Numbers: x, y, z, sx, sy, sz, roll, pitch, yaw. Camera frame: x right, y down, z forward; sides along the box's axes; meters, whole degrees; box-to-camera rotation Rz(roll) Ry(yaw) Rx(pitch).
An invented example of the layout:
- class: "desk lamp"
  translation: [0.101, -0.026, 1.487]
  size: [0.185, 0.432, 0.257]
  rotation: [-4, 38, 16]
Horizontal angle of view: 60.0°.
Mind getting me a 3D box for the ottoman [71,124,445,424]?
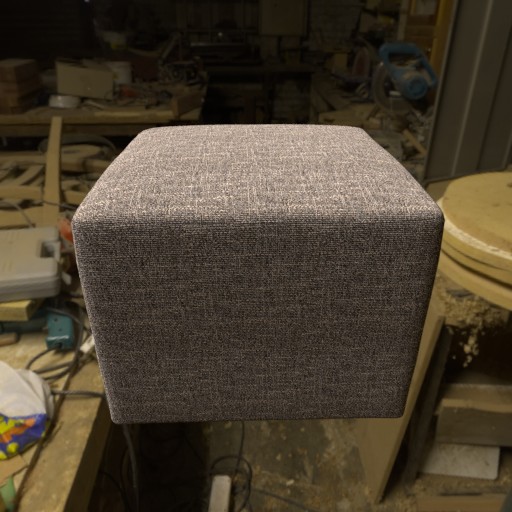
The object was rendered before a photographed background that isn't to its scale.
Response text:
- class: "ottoman"
  translation: [0.000, 0.000, 0.894]
  size: [0.521, 0.453, 0.512]
  rotation: [-1, 29, -1]
